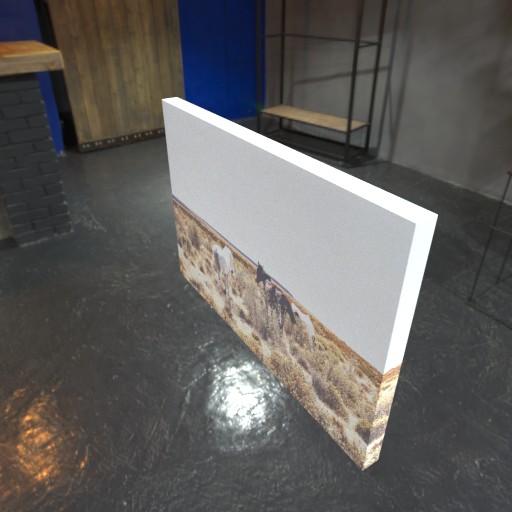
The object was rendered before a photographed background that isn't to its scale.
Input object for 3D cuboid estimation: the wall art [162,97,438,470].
[{"bbox_3d":[0.000,0.000,1.137,0.050,0.610,0.914,-19,37,-28],"label":"wall art"}]
